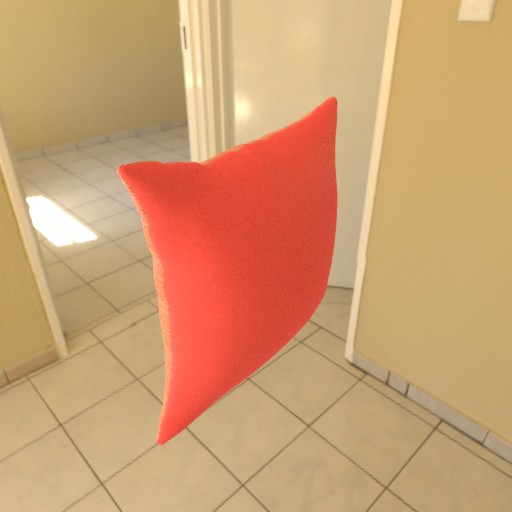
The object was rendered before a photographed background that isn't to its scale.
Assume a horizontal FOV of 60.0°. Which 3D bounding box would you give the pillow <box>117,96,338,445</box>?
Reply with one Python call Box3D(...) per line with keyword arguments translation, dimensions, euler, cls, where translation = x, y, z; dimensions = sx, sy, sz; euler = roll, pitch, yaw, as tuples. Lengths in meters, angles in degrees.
Box3D(translation=(0.000, 0.000, 0.828), dimensions=(0.229, 0.501, 0.559), euler=(21, 37, 31), cls="pillow")
